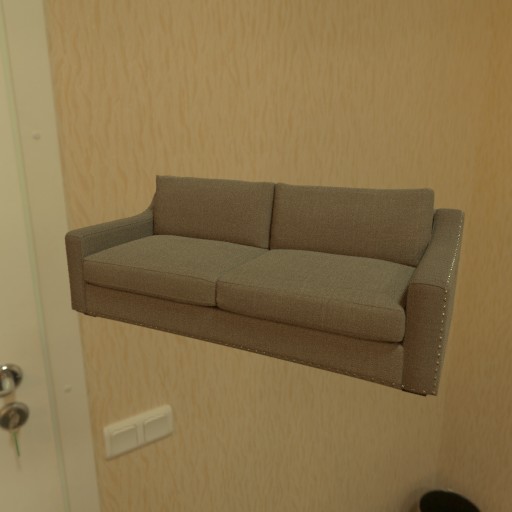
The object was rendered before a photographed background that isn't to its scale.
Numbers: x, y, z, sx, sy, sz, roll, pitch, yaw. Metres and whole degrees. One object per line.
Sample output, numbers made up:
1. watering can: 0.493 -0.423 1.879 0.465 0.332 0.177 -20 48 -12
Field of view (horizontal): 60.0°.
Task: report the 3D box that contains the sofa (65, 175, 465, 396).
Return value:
1. sofa: 0.000 0.000 2.681 2.208 0.857 1.000 7 17 26
